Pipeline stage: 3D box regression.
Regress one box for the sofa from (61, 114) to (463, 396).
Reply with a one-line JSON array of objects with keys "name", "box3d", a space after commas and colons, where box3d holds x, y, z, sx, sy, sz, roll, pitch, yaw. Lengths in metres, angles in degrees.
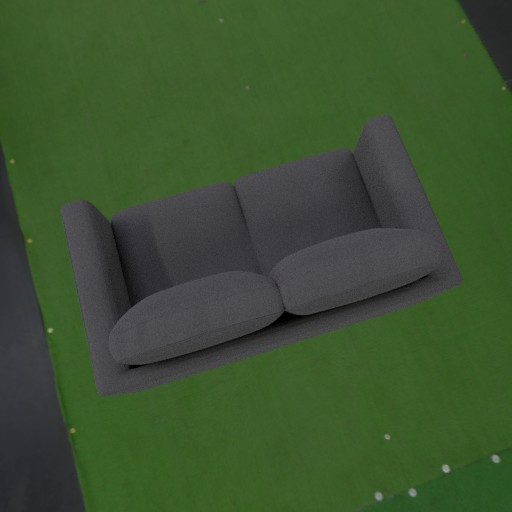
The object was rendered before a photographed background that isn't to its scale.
[{"name": "sofa", "box3d": [0.000, 0.000, 1.958, 1.430, 0.908, 0.796, -17, 75, -4]}]
